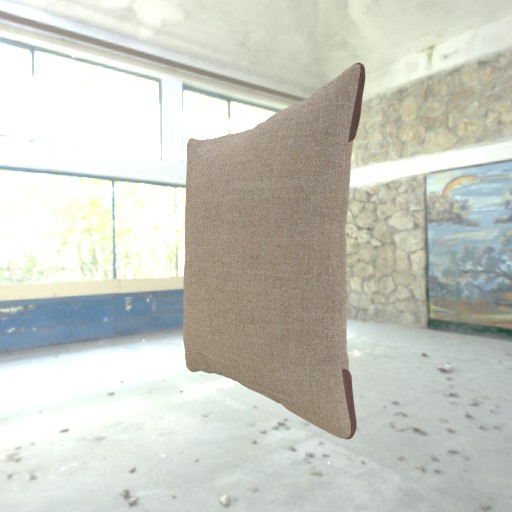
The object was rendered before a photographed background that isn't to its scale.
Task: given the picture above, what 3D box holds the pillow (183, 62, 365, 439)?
[{"bbox_3d":[0.000,0.000,0.687,0.147,0.448,0.437,0,0,-36],"label":"pillow"}]
